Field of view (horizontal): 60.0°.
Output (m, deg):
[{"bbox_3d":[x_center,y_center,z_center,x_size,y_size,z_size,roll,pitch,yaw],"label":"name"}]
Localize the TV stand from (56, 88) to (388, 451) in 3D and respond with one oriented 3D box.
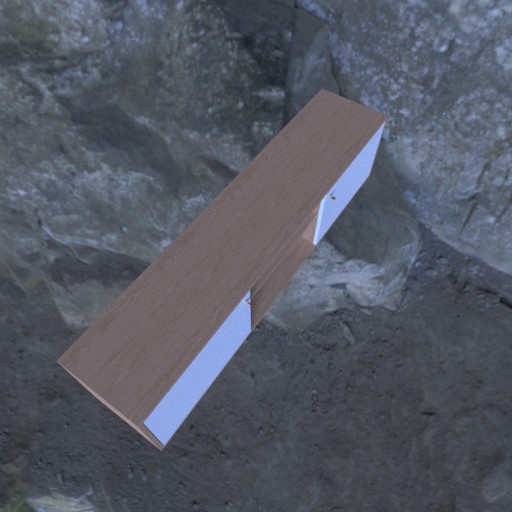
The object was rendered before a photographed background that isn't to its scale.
[{"bbox_3d":[0.000,0.000,2.056,0.400,0.580,1.760,30,62,18],"label":"TV stand"}]
